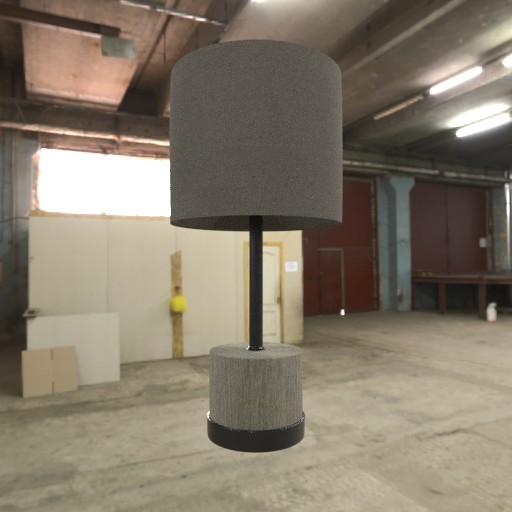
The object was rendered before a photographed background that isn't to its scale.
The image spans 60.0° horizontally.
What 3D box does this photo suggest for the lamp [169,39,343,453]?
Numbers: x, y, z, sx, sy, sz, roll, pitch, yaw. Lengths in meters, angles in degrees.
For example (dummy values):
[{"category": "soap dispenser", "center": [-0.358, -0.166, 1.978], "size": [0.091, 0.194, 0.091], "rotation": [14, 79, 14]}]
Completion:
[{"category": "lamp", "center": [0.000, 0.000, 0.594], "size": [0.229, 0.470, 0.229], "rotation": [0, -1, 3]}]
